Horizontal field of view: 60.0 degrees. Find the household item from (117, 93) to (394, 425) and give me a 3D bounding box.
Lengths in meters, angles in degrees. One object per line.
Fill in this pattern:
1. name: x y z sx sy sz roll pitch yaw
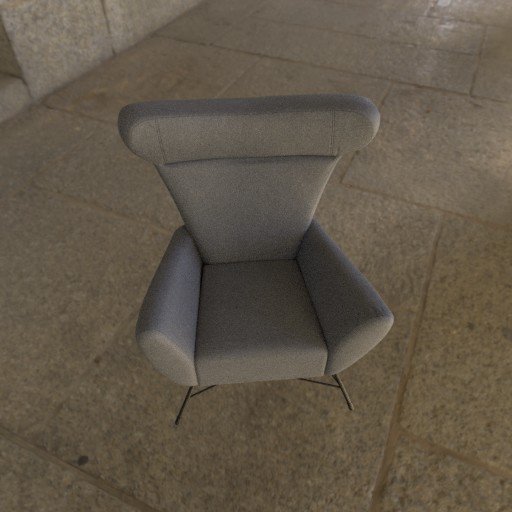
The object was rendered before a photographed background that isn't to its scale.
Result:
1. household item: 0.000 0.000 1.804 0.980 1.050 0.900 -4 47 -3
